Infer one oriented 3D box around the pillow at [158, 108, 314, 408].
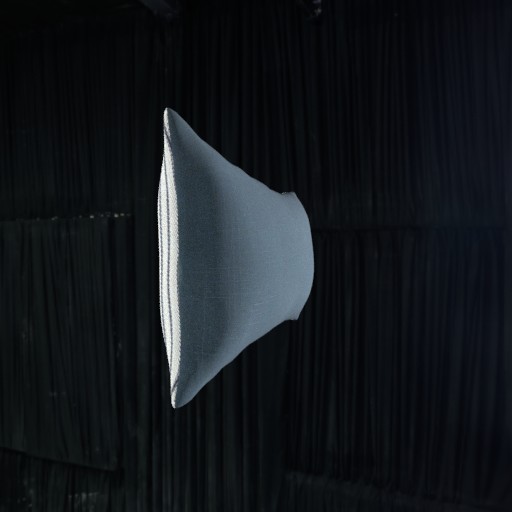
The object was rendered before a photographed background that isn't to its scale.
[{"bbox_3d":[0.000,0.000,0.730,0.151,0.305,0.609,0,1,16],"label":"pillow"}]
